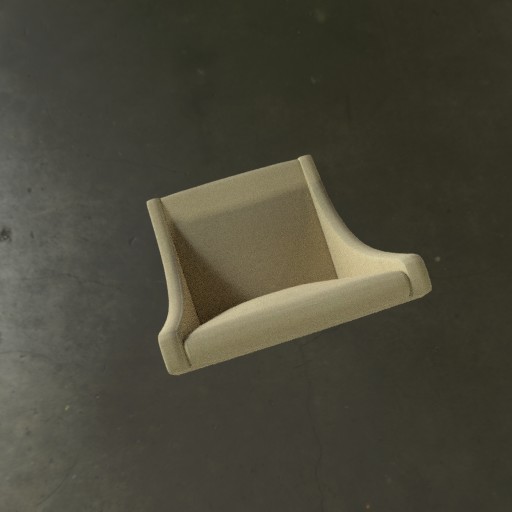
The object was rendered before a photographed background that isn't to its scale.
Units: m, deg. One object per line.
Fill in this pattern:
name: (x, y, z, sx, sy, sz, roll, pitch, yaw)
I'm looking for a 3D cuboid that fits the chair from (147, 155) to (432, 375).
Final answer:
chair: (0.000, 0.000, 1.379, 0.575, 1.021, 0.611, -17, 75, -5)
